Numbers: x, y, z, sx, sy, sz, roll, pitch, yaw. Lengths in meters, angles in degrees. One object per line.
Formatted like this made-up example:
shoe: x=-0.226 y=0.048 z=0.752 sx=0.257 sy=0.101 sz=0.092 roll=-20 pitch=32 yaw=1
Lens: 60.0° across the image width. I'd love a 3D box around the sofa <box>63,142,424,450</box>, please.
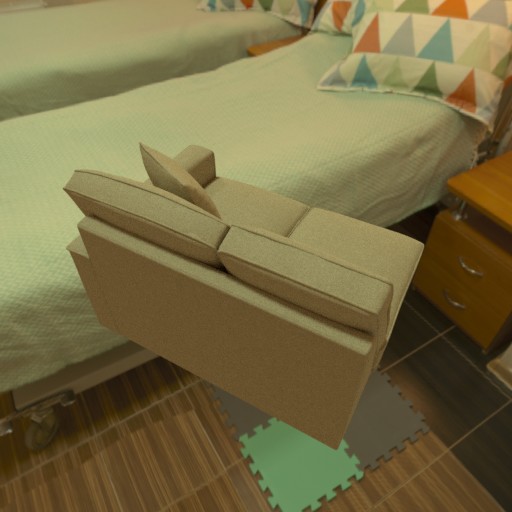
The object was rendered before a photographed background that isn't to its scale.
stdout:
sofa: x=0.000 y=0.000 z=2.105 sx=1.388 sy=0.989 sz=0.991 roll=22 pitch=49 yaw=20
